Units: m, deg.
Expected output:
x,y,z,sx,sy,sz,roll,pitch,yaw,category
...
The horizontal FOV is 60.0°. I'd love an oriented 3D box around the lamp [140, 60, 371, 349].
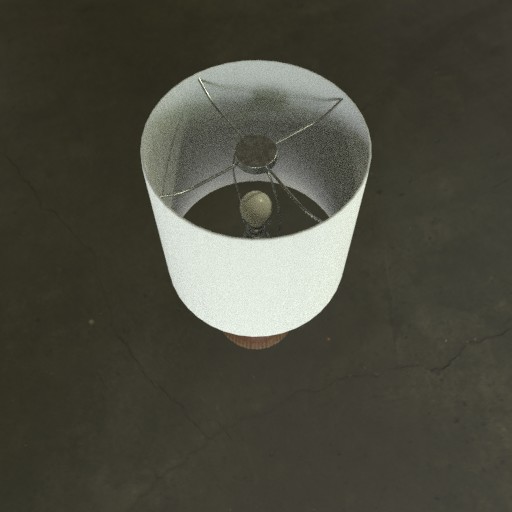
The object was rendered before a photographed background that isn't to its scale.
x,y,z,sx,sy,sz,roll,pitch,yaw,category
0.000,0.000,0.480,0.186,0.369,0.186,0,63,0,lamp
